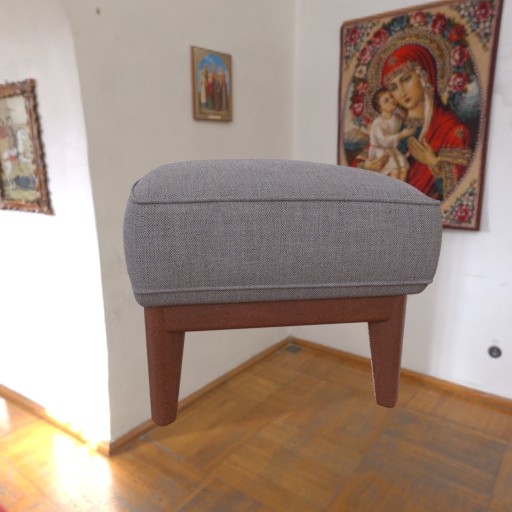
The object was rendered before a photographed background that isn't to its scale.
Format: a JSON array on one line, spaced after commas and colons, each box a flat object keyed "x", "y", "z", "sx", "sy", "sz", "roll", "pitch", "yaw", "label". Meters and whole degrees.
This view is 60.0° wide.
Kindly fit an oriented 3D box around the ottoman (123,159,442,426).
[{"x": 0.000, "y": 0.000, "z": 1.090, "sx": 0.555, "sy": 0.458, "sz": 0.750, "roll": -2, "pitch": 14, "yaw": -7, "label": "ottoman"}]
